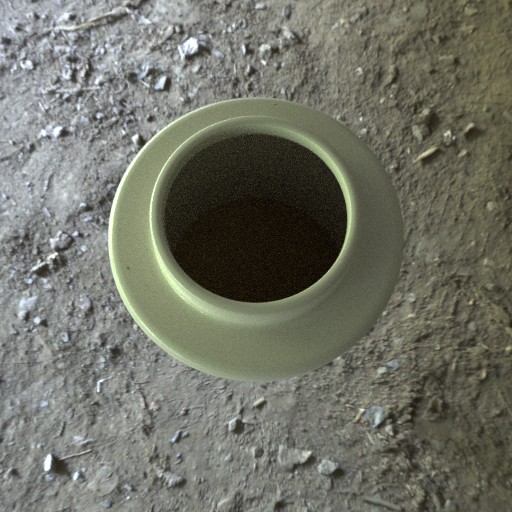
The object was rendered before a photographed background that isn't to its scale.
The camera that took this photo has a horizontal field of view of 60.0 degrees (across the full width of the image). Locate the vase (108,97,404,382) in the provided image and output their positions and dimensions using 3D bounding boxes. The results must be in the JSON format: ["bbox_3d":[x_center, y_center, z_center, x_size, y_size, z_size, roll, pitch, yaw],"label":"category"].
[{"bbox_3d":[0.000,0.000,0.282,0.153,0.167,0.153,0,75,0],"label":"vase"}]
